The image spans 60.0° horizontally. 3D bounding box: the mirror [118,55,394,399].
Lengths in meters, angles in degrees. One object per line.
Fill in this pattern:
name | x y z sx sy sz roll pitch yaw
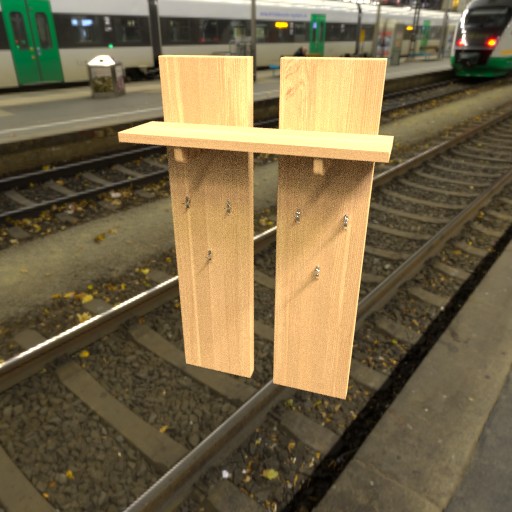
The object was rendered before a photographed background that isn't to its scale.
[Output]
mirror | 0.000 0.000 1.535 0.800 1.250 0.260 8 28 16
